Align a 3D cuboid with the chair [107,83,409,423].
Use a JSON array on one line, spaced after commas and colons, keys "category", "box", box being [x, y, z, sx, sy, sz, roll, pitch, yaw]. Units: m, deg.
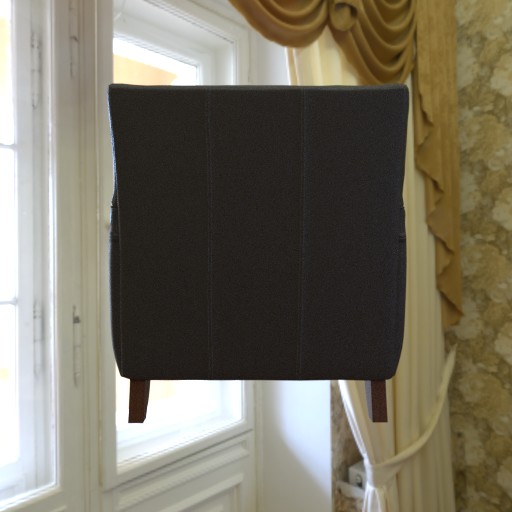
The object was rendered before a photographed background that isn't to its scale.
[{"category": "chair", "box": [0.000, 0.000, 1.574, 0.870, 0.943, 0.825, 0, 0, -1]}]
